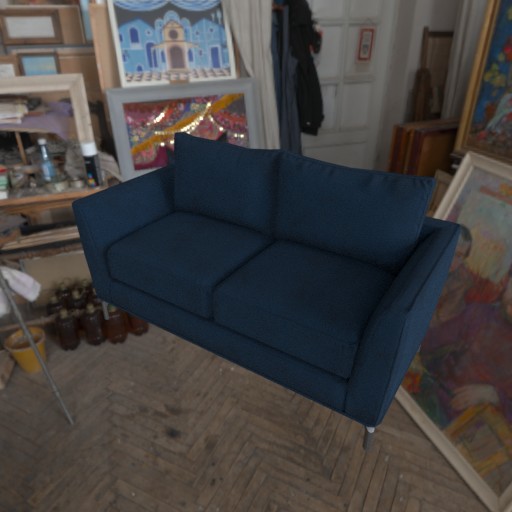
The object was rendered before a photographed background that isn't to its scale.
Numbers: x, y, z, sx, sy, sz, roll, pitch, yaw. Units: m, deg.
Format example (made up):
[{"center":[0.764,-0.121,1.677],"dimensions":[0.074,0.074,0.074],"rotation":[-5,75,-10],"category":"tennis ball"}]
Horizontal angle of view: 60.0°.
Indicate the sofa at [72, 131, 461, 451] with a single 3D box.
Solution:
[{"center":[0.000,0.000,2.311],"dimensions":[1.770,1.002,0.853],"rotation":[18,34,29],"category":"sofa"}]
